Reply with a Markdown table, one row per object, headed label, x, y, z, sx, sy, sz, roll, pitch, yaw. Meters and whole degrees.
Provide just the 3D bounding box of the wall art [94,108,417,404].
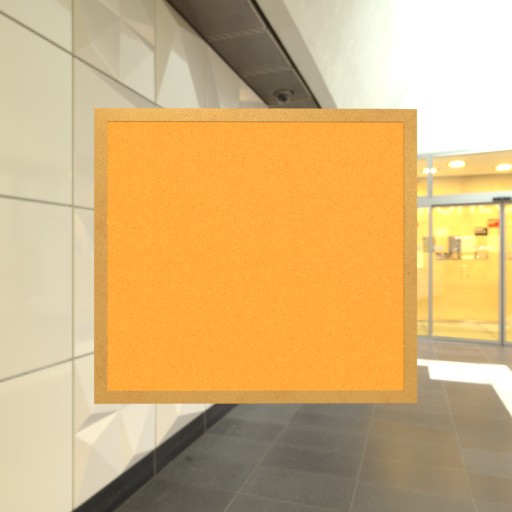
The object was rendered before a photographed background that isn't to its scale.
| label | x | y | z | sx | sy | sz | roll | pitch | yaw |
| --- | --- | --- | --- | --- | --- | --- | --- | --- | --- |
| wall art | 0.000 | 0.000 | 1.615 | 1.168 | 1.067 | 0.025 | 0 | 0 | 0 |
